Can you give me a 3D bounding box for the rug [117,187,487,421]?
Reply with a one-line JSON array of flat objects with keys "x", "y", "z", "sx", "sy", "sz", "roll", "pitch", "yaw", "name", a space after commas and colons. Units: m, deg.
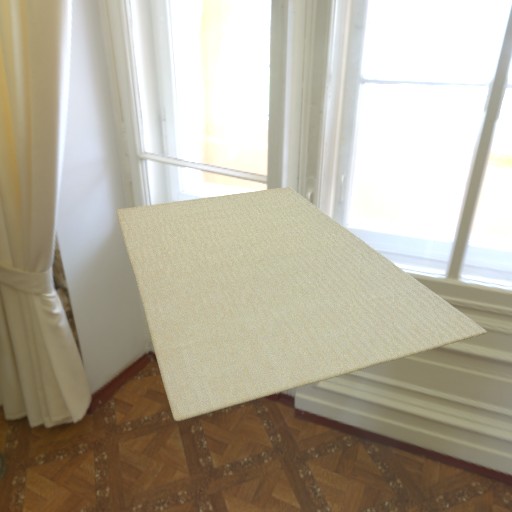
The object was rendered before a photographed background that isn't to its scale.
[{"x": 0.000, "y": 0.000, "z": 2.300, "sx": 1.238, "sy": 0.014, "sz": 1.848, "roll": -10, "pitch": 29, "yaw": -18, "name": "rug"}]
